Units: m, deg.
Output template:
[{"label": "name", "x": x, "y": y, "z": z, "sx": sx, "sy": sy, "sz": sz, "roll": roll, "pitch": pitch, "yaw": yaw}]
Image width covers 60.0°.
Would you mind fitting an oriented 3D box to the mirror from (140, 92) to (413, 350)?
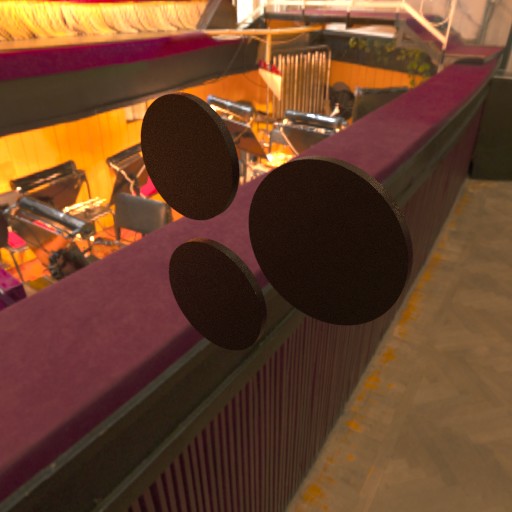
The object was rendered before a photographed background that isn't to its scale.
[{"label": "mirror", "x": 0.000, "y": 0.000, "z": 3.195, "sx": 2.160, "sy": 2.096, "sz": 0.076, "roll": 21, "pitch": 37, "yaw": 31}]
